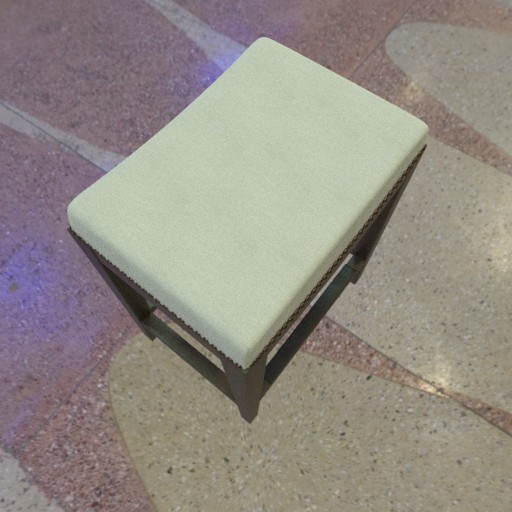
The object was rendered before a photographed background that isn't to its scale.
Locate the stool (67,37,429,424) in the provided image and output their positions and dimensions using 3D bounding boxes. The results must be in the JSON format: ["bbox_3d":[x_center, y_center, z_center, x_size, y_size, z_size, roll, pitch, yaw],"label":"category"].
[{"bbox_3d":[0.000,0.000,0.938,0.361,0.642,0.500,36,69,16],"label":"stool"}]
